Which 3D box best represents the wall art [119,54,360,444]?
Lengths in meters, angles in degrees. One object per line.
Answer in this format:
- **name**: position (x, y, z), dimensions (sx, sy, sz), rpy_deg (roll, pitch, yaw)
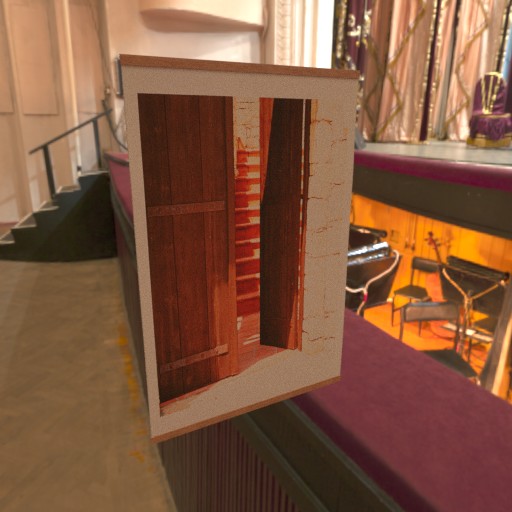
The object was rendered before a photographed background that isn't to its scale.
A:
- **wall art**: position (0.000, 0.000, 1.901), dimensions (1.019, 1.527, 0.019), rpy_deg (-9, 19, -27)
